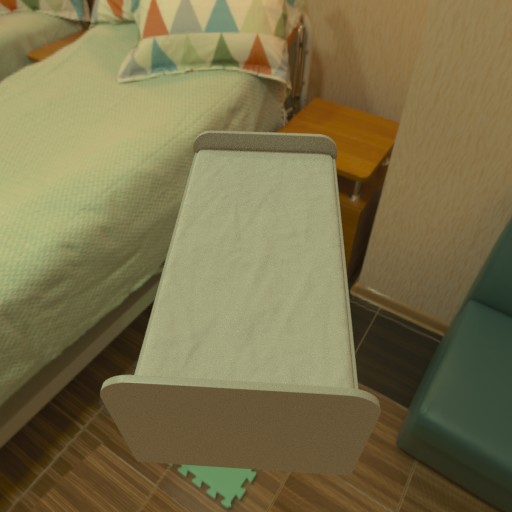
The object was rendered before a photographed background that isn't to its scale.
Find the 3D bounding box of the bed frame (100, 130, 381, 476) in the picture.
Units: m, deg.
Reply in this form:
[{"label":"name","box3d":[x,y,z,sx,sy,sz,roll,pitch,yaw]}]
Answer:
[{"label":"bed frame","box3d":[0.000,0.000,2.438,0.998,0.805,1.963,3,47,2]}]
